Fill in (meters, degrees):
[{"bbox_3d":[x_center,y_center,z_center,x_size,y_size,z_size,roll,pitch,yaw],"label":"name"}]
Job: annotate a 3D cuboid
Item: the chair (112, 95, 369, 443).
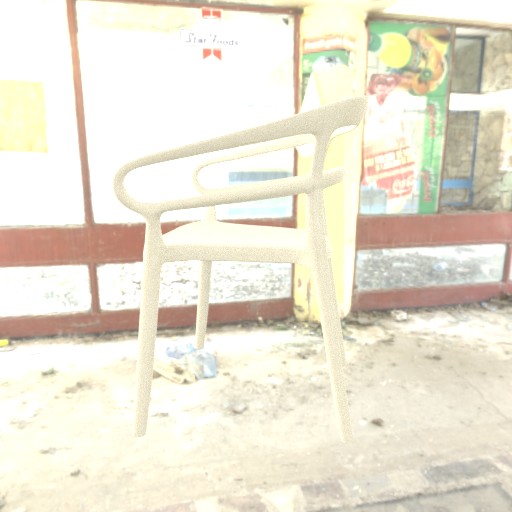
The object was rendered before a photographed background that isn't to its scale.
[{"bbox_3d":[0.000,0.000,1.148,0.527,0.761,0.559,2,12,9],"label":"chair"}]
